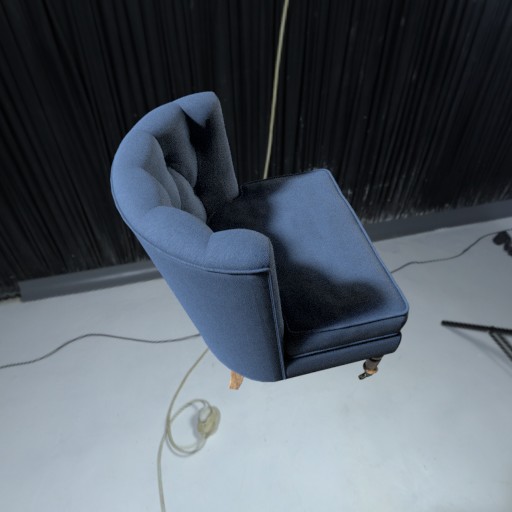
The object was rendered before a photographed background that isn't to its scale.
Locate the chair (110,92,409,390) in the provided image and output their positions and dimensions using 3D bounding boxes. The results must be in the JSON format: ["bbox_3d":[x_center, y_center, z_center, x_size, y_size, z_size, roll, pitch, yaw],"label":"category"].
[{"bbox_3d":[0.000,0.000,1.373,0.718,0.771,0.740,-10,47,-9],"label":"chair"}]
